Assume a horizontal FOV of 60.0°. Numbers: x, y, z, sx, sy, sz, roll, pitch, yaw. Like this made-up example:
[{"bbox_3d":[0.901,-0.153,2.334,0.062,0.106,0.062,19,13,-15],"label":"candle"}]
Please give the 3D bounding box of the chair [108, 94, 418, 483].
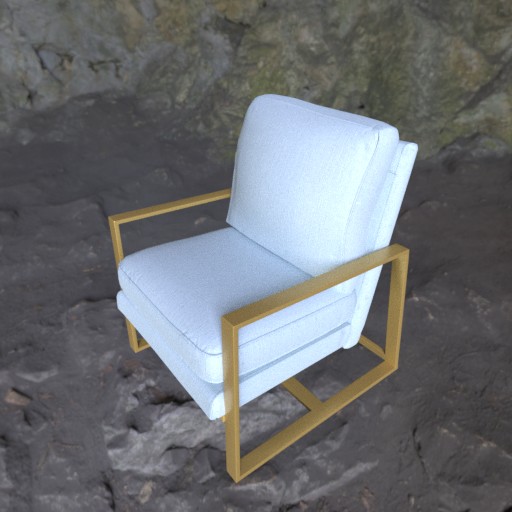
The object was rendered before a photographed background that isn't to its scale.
[{"bbox_3d":[0.000,0.000,1.529,0.813,0.956,0.758,-21,36,-32],"label":"chair"}]
